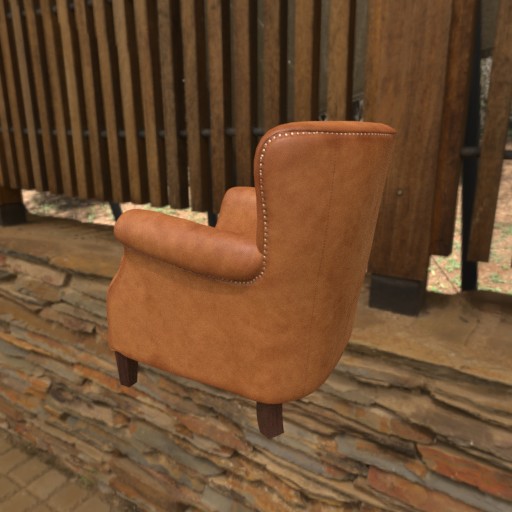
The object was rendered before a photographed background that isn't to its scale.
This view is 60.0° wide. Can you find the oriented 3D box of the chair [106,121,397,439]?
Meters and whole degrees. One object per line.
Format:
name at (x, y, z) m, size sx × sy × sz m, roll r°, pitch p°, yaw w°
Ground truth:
chair at (0.000, 0.000, 1.632) m, size 0.921 × 0.936 × 0.861 m, roll 8°, pitch 17°, yaw 26°
